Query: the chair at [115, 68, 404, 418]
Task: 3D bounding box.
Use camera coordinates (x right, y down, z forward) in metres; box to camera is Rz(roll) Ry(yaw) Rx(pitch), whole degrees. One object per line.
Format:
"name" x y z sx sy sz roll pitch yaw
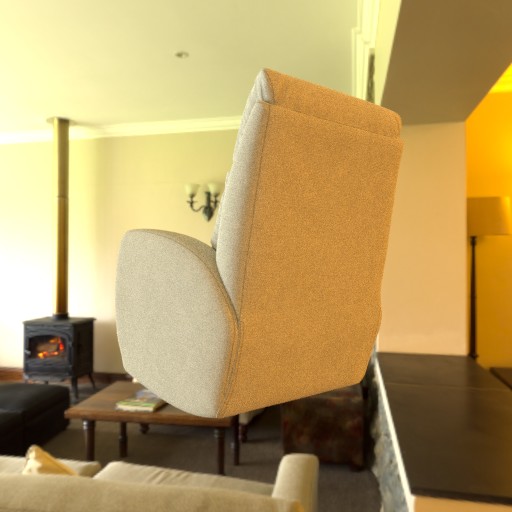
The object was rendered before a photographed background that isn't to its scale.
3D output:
"chair" 0.000 0.000 1.688 0.812 1.015 0.941 0 -1 -37
